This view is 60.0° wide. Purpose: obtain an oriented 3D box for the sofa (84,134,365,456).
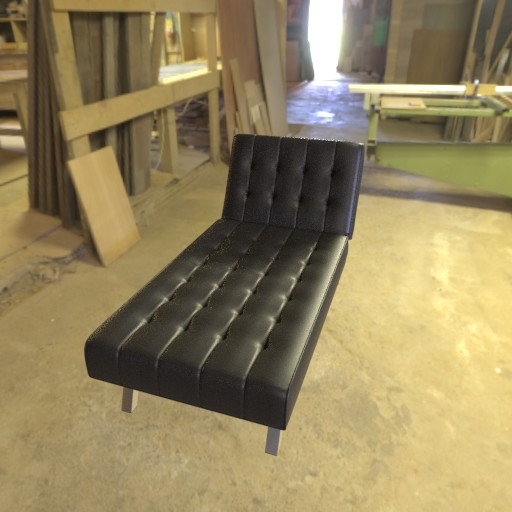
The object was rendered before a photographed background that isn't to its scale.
[{"bbox_3d":[0.000,0.000,2.056,0.760,0.820,1.560,9,28,17],"label":"sofa"}]
